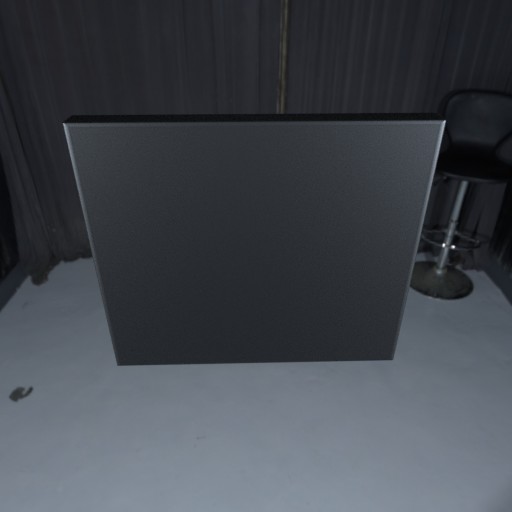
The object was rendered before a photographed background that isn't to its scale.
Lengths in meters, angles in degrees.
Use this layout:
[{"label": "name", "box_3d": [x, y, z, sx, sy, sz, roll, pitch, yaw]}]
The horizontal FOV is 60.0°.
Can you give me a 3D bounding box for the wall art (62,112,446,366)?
[{"label": "wall art", "box_3d": [0.000, 0.000, 0.536, 0.380, 0.330, 0.028, -1, 32, -1]}]
